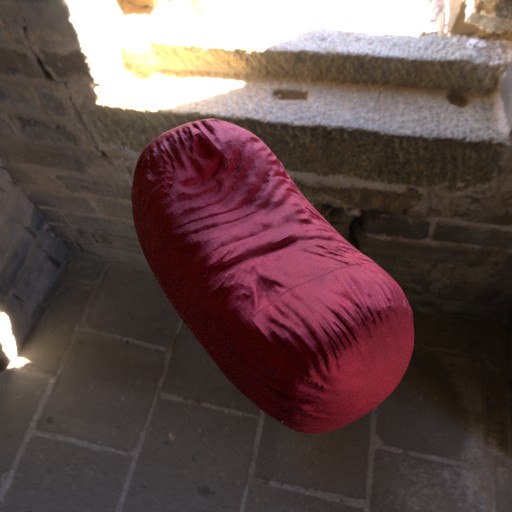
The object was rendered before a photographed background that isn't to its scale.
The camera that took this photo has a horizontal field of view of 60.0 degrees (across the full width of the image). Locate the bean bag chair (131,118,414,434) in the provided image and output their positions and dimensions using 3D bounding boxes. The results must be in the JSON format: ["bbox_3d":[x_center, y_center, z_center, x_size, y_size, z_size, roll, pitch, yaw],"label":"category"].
[{"bbox_3d":[0.000,0.000,2.879,1.216,0.867,2.293,-30,63,-17],"label":"bean bag chair"}]
